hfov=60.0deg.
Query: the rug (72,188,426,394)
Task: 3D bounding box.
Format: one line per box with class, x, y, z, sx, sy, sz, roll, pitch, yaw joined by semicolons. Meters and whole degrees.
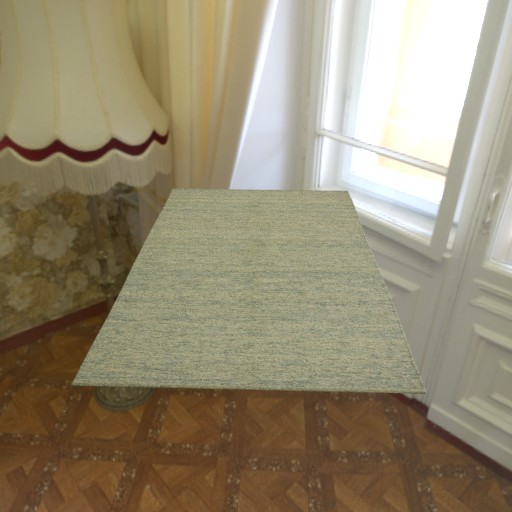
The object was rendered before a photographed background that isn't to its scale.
rug;0.000;0.000;2.903;1.547;0.013;2.283;1;30;2
